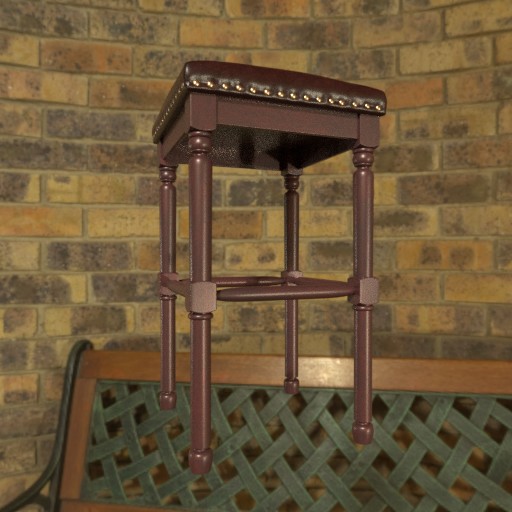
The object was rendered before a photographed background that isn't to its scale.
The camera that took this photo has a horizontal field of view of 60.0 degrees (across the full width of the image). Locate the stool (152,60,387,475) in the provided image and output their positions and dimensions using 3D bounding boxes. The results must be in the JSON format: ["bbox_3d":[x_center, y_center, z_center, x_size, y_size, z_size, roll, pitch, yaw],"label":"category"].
[{"bbox_3d":[0.000,0.000,0.930,0.382,0.702,0.383,0,0,-21],"label":"stool"}]
